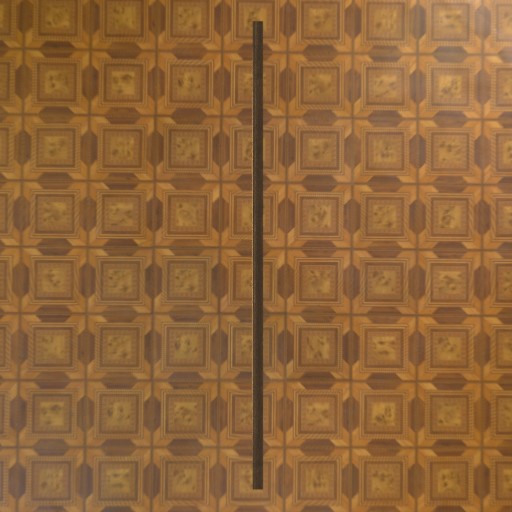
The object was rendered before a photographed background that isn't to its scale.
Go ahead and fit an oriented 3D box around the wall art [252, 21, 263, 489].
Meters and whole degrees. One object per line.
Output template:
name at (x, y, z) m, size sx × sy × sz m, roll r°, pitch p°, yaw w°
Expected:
wall art at (0.000, 0.000, 1.415) m, size 0.023 × 0.875 × 1.033 m, roll 0°, pitch 89°, yaw -1°
